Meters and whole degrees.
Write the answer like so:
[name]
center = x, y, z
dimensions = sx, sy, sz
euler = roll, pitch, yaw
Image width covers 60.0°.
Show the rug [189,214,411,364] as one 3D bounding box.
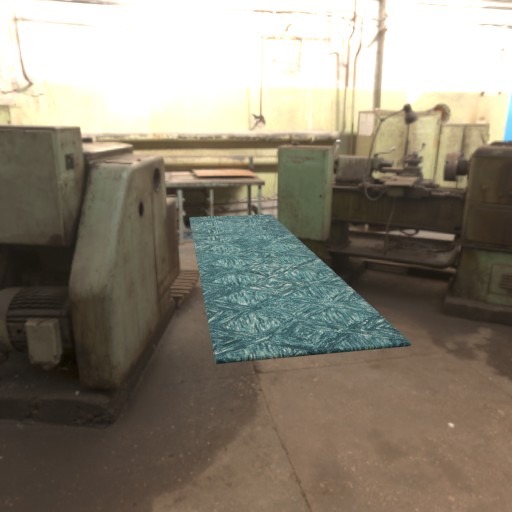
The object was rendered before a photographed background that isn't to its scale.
[rug]
center = 0.000, 0.000, 2.542
dimensions = 0.676, 0.016, 2.286
euler = -3, 17, -10
